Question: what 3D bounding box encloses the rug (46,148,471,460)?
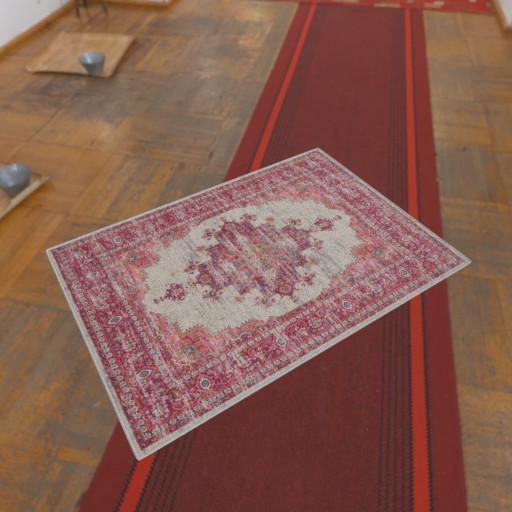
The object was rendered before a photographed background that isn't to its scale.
[{"bbox_3d":[0.000,0.000,2.818,2.232,0.011,1.555,-25,51,-22],"label":"rug"}]
